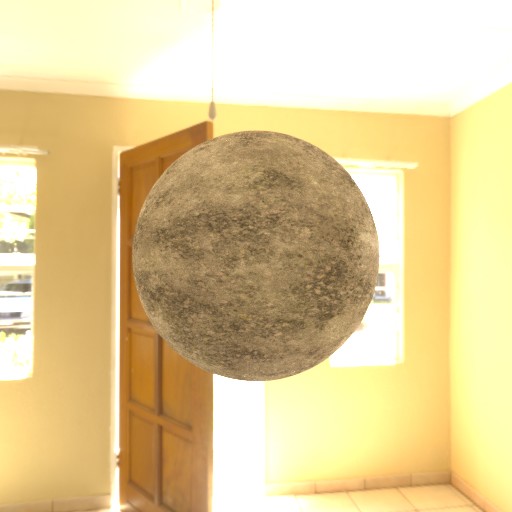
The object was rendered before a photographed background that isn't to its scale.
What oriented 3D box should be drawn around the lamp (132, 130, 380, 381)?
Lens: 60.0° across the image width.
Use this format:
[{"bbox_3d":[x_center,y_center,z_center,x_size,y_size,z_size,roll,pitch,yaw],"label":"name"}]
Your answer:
[{"bbox_3d":[0.000,0.000,0.784,0.422,0.429,0.422,0,-1,0],"label":"lamp"}]
